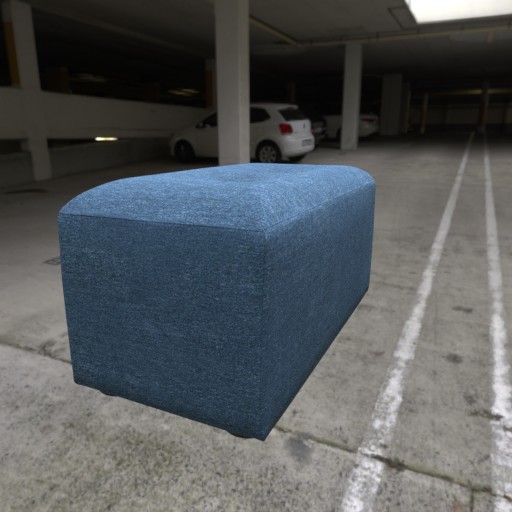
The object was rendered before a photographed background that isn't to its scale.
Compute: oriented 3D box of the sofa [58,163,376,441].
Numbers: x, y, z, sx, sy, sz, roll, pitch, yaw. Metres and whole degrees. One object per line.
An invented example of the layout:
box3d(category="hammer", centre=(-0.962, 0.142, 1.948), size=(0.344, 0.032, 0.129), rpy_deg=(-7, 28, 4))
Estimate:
box3d(category="sofa", centre=(0.000, 0.000, 1.233), size=(0.480, 0.470, 0.930), rpy_deg=(7, 17, 25))
